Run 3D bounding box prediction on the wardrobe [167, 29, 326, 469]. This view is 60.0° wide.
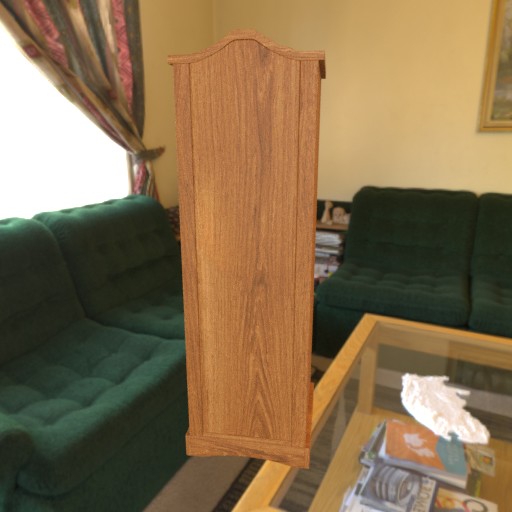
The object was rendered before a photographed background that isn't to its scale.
[{"bbox_3d":[0.000,0.000,2.125,0.590,1.870,0.570,2,15,9],"label":"wardrobe"}]
